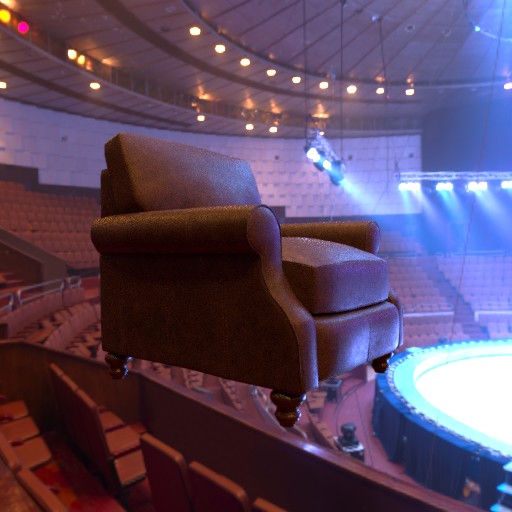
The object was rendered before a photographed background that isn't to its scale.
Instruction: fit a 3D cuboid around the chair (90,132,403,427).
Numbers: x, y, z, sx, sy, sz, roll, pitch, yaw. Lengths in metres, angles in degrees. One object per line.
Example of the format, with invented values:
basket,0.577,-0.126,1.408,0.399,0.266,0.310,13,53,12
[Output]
chair,0.000,0.000,1.799,1.002,0.976,0.996,0,1,37
